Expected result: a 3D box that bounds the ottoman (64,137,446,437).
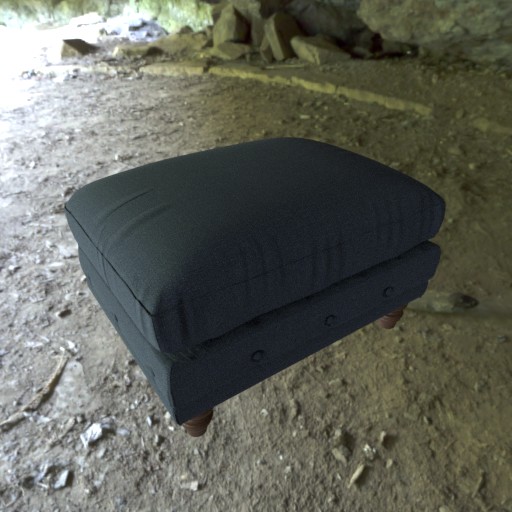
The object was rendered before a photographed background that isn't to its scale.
[{"bbox_3d":[0.000,0.000,1.133,0.767,0.486,0.558,-20,37,-29],"label":"ottoman"}]
